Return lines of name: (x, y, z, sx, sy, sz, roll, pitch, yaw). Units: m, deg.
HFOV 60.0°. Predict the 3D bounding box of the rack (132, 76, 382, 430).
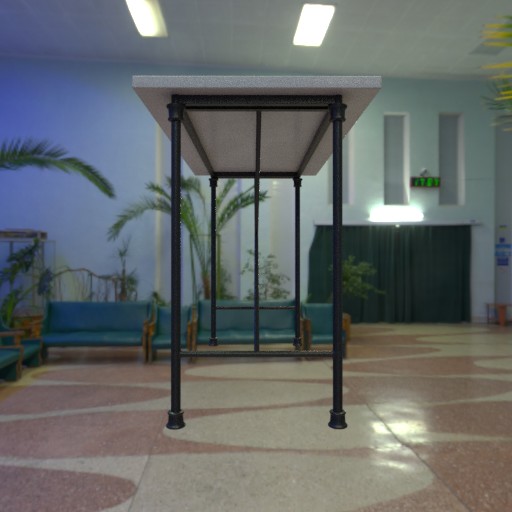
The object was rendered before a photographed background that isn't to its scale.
rack: (0.000, 0.000, 1.664, 0.613, 0.880, 1.159, 0, 0, 0)
